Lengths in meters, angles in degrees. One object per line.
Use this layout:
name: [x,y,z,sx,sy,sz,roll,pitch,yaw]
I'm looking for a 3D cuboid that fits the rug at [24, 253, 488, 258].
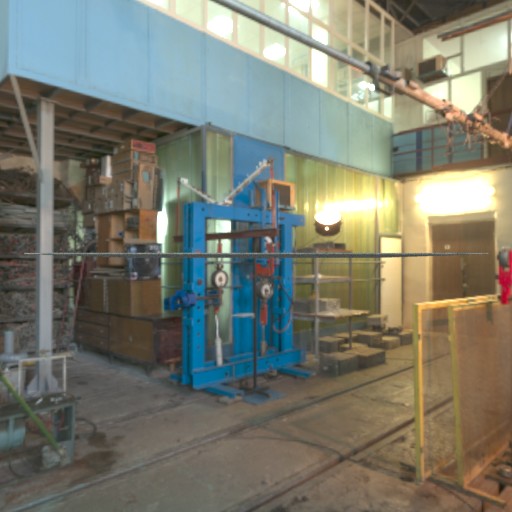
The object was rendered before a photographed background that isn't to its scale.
rug: [0.000,0.000,4.224,3.221,0.011,2.379,0,-1,0]
